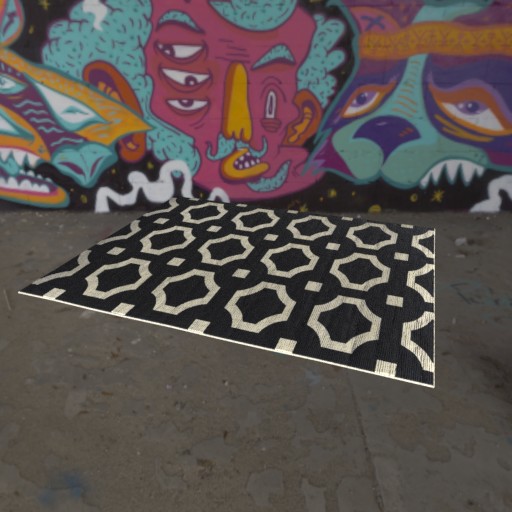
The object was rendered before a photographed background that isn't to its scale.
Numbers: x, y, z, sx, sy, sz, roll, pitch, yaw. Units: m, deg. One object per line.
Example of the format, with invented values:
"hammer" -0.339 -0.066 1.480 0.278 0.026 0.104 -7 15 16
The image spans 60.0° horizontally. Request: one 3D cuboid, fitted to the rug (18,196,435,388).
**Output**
"rug" 0.000 0.000 4.020 3.049 0.021 2.466 9 28 18
